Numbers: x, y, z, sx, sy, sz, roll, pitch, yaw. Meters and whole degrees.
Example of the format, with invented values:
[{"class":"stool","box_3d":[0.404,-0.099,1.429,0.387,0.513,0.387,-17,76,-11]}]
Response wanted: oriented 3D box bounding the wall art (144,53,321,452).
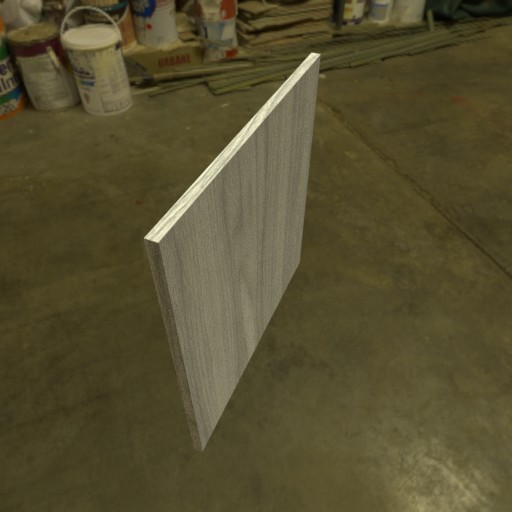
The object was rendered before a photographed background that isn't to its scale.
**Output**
[{"class":"wall art","box_3d":[0.000,0.000,0.768,0.016,0.507,0.508,17,48,16]}]
